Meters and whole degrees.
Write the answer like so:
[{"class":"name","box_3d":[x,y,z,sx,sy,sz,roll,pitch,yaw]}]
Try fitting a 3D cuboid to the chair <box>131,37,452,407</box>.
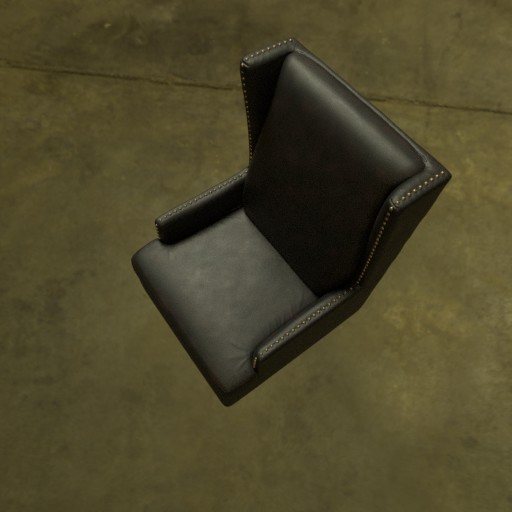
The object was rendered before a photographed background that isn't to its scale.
[{"class":"chair","box_3d":[0.000,0.000,1.667,0.799,1.142,0.703,-34,68,-15]}]
